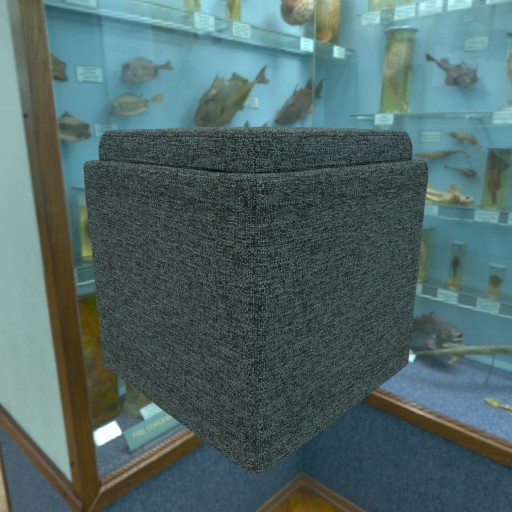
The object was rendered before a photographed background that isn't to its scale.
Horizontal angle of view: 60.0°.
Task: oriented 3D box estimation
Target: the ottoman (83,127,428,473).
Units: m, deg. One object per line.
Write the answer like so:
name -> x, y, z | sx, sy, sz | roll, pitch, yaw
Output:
ottoman -> 0.000, 0.000, 0.829 | 0.450, 0.463, 0.450 | 15, 22, 43
